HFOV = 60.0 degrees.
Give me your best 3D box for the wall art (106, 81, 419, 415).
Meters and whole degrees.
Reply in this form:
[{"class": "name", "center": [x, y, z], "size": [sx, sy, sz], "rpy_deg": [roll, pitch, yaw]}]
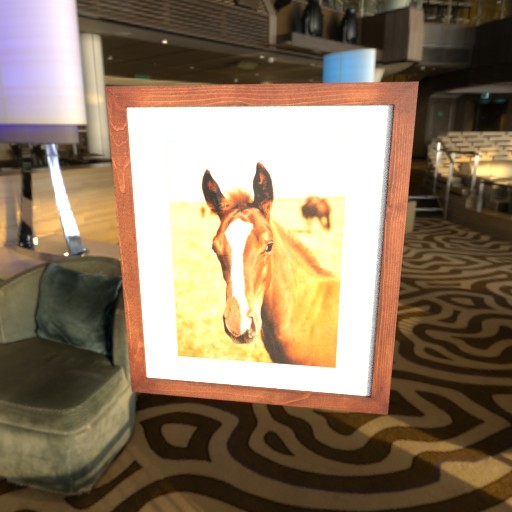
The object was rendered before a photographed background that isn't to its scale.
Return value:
[{"class": "wall art", "center": [0.000, 0.000, 0.529], "size": [0.330, 0.381, 0.030], "rpy_deg": [2, 16, 8]}]
